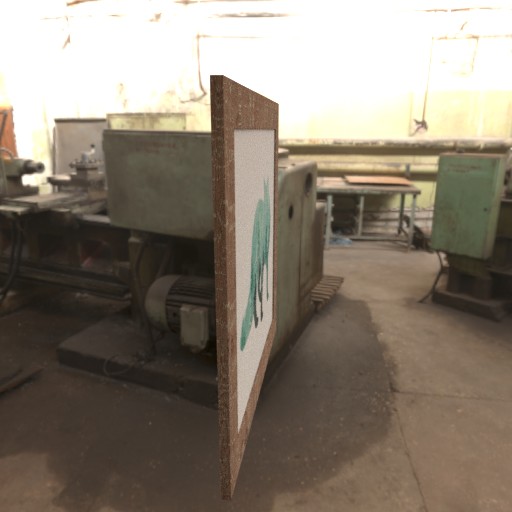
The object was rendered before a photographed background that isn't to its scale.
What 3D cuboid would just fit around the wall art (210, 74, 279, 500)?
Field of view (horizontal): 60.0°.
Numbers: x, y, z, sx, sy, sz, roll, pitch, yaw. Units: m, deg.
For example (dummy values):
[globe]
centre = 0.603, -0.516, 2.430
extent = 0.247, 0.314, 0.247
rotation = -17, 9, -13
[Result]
[wall art]
centre = 0.000, 0.000, 0.560
extent = 0.012, 0.384, 0.384
rotation = 2, 16, 9
